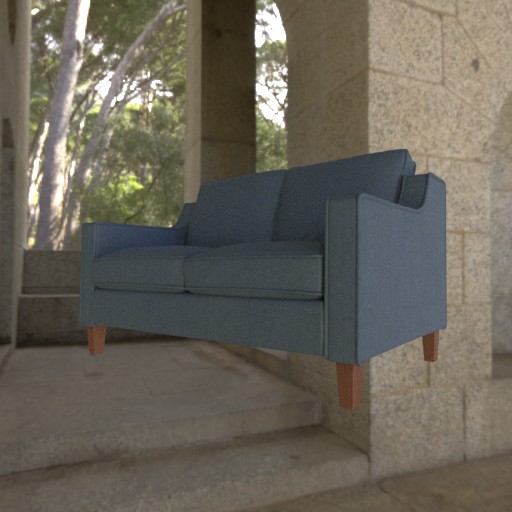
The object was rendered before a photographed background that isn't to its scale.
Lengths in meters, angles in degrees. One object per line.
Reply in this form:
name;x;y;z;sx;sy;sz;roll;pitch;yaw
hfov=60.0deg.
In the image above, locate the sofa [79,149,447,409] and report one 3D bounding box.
sofa;0.000;0.000;2.134;1.501;0.971;0.987;-1;-2;37
